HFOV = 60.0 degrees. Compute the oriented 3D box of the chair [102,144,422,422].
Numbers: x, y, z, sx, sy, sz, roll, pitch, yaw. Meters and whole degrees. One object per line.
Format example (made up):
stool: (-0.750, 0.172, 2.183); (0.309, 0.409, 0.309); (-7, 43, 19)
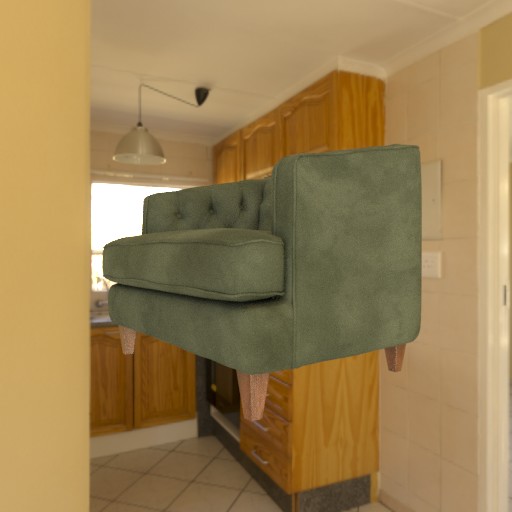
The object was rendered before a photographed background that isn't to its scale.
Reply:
chair: (0.000, 0.000, 1.762); (0.941, 0.852, 1.104); (0, 0, -36)
